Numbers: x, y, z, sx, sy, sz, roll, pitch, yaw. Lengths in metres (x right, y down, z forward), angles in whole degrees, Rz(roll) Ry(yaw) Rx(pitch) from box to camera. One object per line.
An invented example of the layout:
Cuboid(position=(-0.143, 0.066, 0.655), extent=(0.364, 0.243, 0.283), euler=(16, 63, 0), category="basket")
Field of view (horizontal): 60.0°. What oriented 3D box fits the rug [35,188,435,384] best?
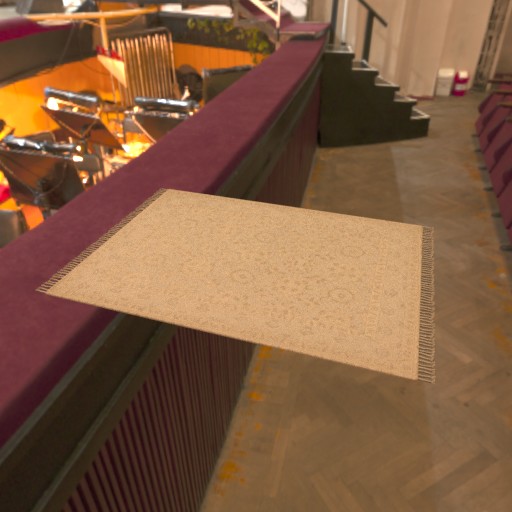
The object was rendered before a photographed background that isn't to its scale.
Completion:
Cuboid(position=(0.000, 0.000, 2.327), extent=(1.771, 0.015, 1.223), euler=(10, 34, 15), category="rug")
